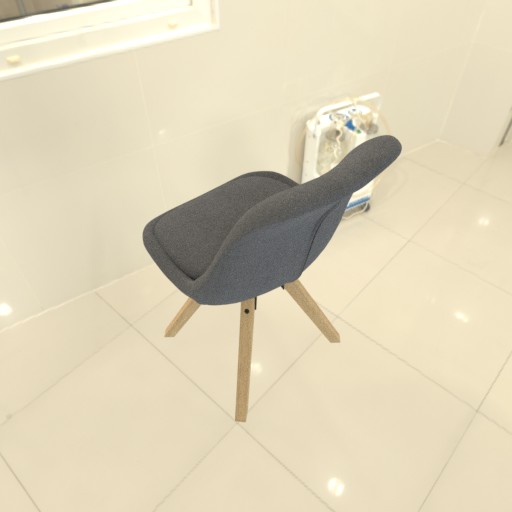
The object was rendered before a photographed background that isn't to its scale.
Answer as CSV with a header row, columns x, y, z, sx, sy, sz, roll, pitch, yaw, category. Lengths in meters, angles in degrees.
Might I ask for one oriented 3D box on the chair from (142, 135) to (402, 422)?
x,y,z,sx,sy,sz,roll,pitch,yaw,category
0.000,0.000,1.184,0.485,0.850,0.550,-32,55,-26,chair
